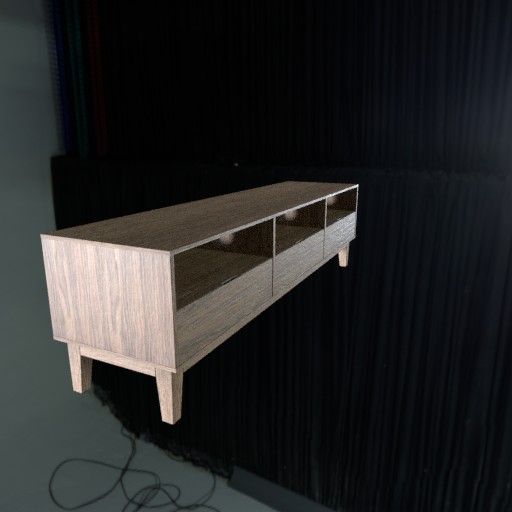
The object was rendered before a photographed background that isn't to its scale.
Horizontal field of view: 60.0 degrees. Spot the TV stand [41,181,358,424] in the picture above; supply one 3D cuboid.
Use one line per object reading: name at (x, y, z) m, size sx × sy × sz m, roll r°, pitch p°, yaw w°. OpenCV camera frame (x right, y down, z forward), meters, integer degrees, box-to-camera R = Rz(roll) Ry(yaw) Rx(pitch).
TV stand at (0.000, 0.000, 1.630) m, size 0.366 × 0.409 × 1.482 m, roll 7°, pitch 16°, yaw 26°
